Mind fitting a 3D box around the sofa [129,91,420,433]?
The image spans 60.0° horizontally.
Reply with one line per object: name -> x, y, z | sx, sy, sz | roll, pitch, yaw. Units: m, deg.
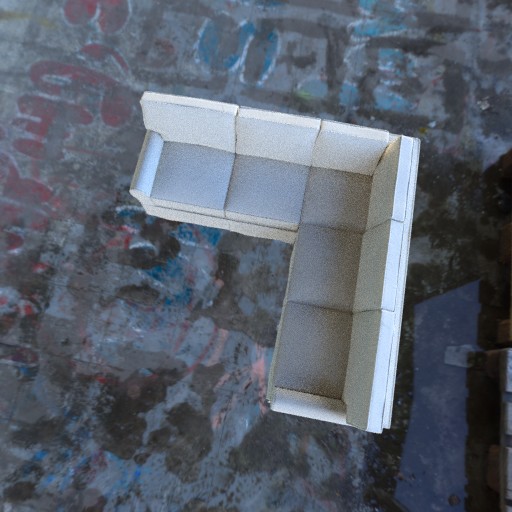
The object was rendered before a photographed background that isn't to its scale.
sofa -> 0.000, 0.000, 4.091 | 2.591, 1.070, 2.597 | 10, 76, 3
